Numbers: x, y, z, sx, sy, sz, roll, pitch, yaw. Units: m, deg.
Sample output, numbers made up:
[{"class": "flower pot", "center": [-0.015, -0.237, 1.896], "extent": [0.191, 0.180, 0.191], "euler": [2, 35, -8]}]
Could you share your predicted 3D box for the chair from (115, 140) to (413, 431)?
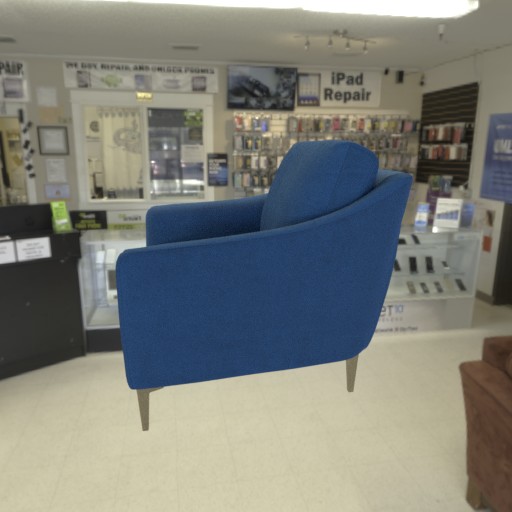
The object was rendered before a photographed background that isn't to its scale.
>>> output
[{"class": "chair", "center": [0.000, 0.000, 1.782], "extent": [0.961, 0.899, 0.987], "euler": [-2, 14, -8]}]
